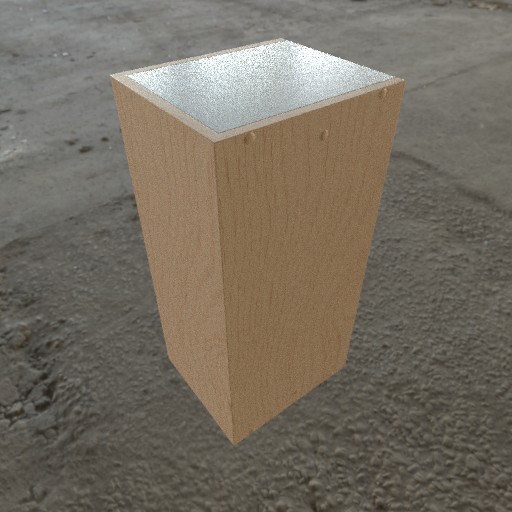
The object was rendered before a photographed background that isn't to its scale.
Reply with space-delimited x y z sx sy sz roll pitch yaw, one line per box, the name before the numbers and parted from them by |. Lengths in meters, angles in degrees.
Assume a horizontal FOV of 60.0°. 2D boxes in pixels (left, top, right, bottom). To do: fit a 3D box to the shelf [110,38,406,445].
shelf | 0.000 0.000 0.763 0.290 0.600 0.250 -26 47 -28
